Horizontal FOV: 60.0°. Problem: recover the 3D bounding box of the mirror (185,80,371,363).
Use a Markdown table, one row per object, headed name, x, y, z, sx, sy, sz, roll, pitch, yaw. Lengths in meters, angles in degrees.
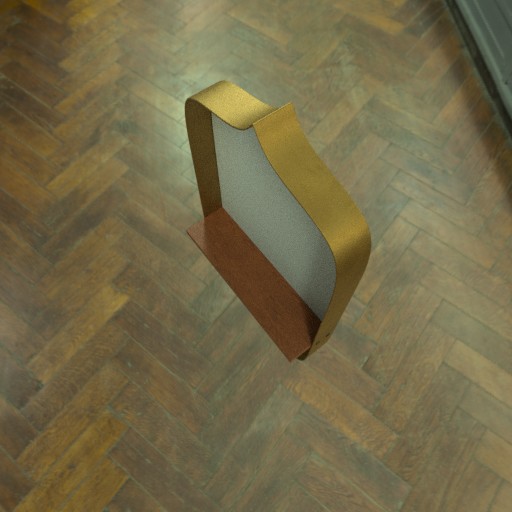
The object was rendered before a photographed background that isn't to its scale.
| name | x | y | z | sx | sy | sz | roll | pitch | yaw |
| --- | --- | --- | --- | --- | --- | --- | --- | --- | --- |
| mirror | 0.000 | 0.000 | 0.730 | 0.096 | 0.613 | 0.323 | -34 | 68 | -16 |
